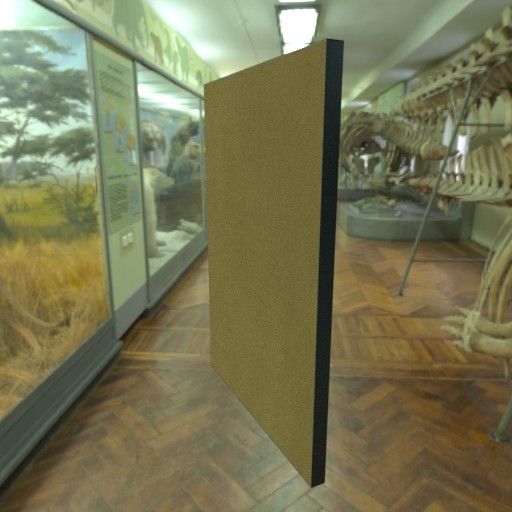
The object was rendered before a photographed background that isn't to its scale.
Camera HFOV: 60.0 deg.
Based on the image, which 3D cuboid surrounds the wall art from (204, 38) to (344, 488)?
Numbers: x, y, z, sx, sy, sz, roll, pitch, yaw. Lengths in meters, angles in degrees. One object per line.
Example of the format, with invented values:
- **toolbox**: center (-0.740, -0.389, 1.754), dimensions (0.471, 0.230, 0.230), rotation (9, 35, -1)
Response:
- **wall art**: center (0.000, 0.000, 0.575), dimensions (0.019, 0.455, 0.314), rotation (-7, 15, -25)
